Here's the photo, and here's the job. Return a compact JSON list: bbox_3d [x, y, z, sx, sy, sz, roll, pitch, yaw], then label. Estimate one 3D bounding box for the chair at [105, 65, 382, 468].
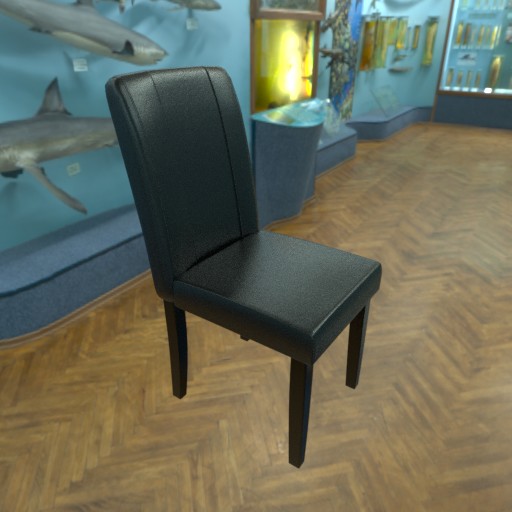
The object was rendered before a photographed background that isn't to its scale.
[{"bbox_3d":[0.000,0.000,1.170,0.556,0.897,0.399,18,32,31],"label":"chair"}]
